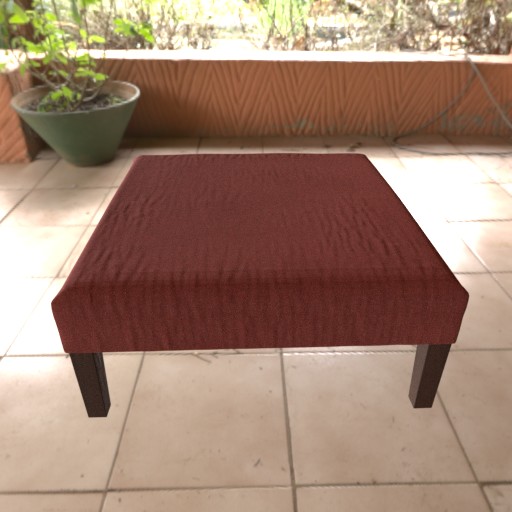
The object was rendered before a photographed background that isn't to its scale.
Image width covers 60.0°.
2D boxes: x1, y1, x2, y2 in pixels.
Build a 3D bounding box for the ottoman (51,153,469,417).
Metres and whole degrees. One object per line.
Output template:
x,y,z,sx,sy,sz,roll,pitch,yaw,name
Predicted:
0.000,0.000,1.383,0.889,0.411,0.890,-1,32,-2,ottoman
